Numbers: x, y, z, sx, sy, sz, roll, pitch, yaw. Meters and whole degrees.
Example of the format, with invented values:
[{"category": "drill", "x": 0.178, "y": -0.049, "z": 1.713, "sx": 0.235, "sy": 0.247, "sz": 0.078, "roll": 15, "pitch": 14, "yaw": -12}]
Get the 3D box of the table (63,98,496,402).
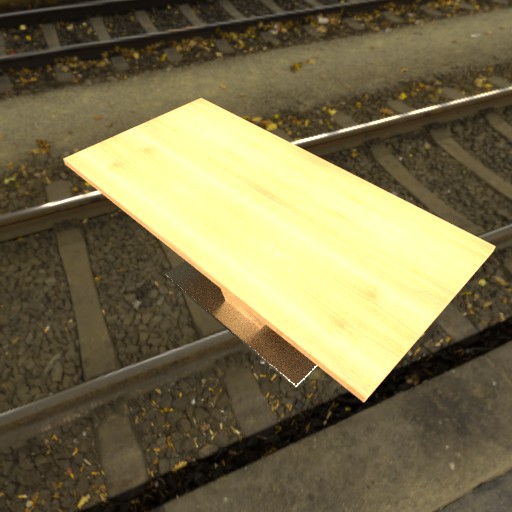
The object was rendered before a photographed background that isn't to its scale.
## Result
[{"category": "table", "x": 0.000, "y": 0.000, "z": 2.255, "sx": 1.800, "sy": 0.750, "sz": 0.900, "roll": 35, "pitch": 55, "yaw": 29}]
